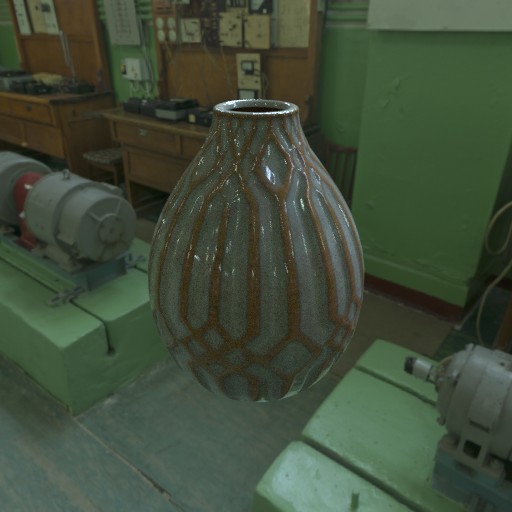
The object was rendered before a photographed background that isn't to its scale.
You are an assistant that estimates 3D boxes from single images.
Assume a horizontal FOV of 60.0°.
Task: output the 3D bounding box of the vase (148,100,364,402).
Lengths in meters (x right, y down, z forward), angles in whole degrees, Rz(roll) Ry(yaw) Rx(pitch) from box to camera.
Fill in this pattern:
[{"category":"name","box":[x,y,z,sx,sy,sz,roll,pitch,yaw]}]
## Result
[{"category":"vase","box":[0.000,0.000,0.269,0.131,0.175,0.131,0,28,0]}]
